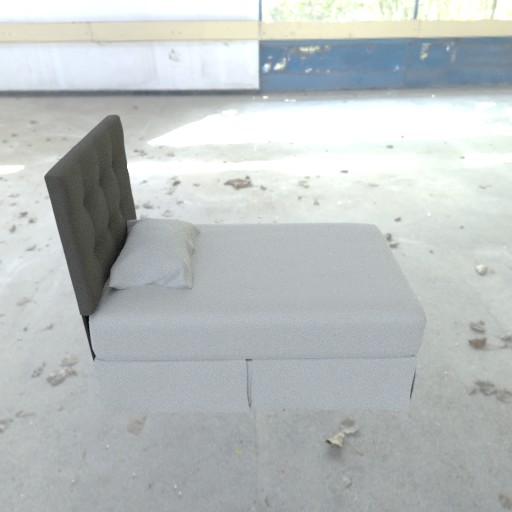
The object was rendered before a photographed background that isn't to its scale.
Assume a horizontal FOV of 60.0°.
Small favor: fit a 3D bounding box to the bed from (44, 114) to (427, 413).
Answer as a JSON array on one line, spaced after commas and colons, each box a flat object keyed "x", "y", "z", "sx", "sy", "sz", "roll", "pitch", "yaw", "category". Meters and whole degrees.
[{"x": 0.000, "y": 0.000, "z": 2.916, "sx": 1.997, "sy": 1.571, "sz": 1.261, "roll": -1, "pitch": 31, "yaw": -1, "category": "bed"}]
